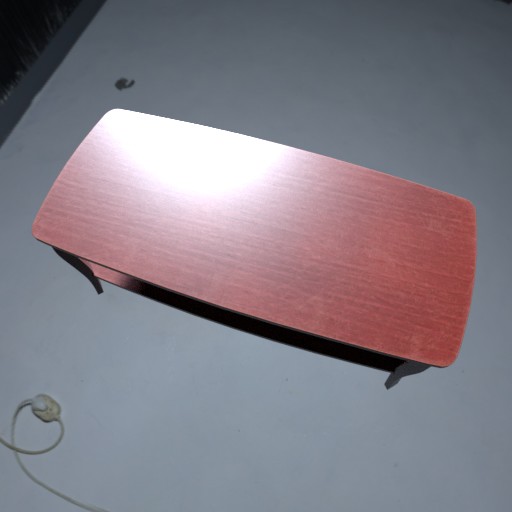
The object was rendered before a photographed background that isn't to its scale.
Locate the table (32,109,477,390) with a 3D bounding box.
[{"bbox_3d":[0.000,0.000,1.467,1.216,0.473,0.561,17,64,8],"label":"table"}]
